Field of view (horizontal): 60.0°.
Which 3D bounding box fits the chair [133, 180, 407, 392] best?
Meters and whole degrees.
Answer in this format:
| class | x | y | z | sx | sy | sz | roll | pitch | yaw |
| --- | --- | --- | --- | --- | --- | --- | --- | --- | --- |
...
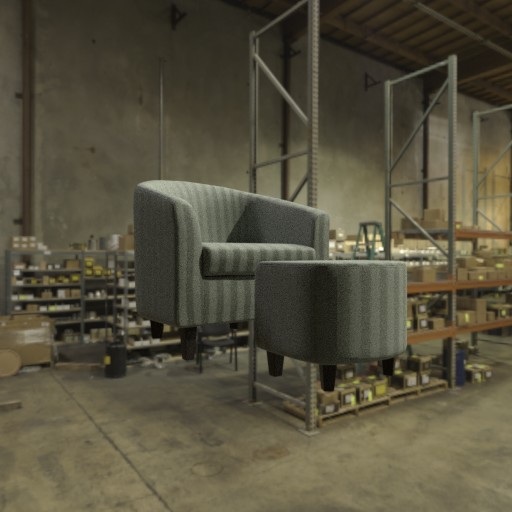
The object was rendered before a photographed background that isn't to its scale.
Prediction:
| class | x | y | z | sx | sy | sz | roll | pitch | yaw |
| --- | --- | --- | --- | --- | --- | --- | --- | --- | --- |
| chair | 0.000 | 0.000 | 1.776 | 0.756 | 0.757 | 1.288 | 0 | 0 | -36 |
